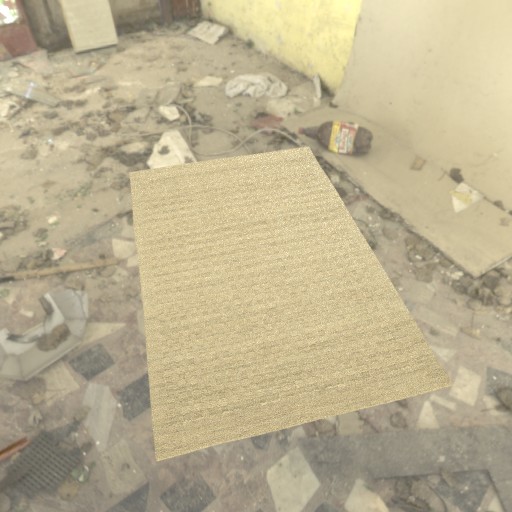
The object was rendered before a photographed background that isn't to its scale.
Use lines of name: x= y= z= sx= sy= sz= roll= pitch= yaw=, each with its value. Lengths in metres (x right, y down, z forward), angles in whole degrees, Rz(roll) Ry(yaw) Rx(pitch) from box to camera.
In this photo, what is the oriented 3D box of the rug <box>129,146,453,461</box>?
rug: x=0.000 y=0.000 z=2.932 sx=1.532 sy=0.018 sz=2.297 roll=-10 pitch=48 yaw=-10
